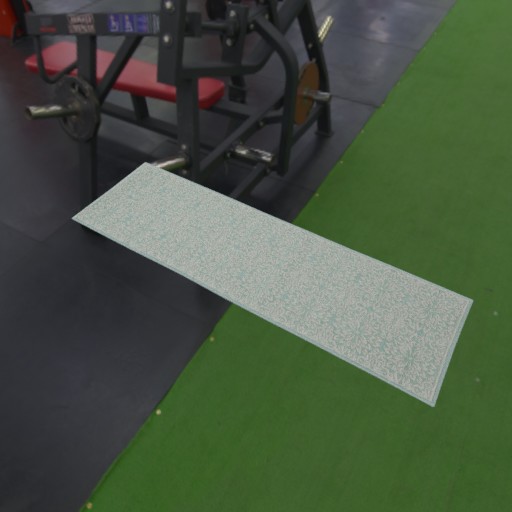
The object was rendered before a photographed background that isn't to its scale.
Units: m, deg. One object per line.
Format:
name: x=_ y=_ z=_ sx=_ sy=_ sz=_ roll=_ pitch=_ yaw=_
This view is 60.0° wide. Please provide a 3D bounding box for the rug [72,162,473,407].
rug: x=0.000 y=0.000 z=2.455 sx=2.196 sy=0.011 sz=0.662 roll=25 pitch=53 yaw=21
